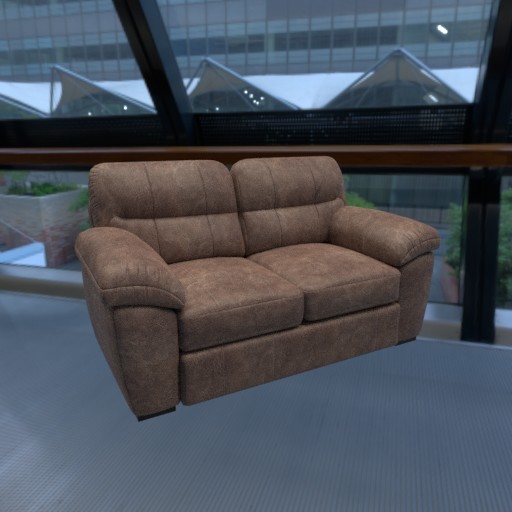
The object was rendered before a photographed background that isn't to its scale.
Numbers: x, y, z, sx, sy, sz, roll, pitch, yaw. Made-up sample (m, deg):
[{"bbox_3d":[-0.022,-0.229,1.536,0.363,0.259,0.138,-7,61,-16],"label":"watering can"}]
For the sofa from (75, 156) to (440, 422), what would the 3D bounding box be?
[{"bbox_3d":[0.000,0.000,2.397,1.753,0.991,0.991,-8,18,-27],"label":"sofa"}]
